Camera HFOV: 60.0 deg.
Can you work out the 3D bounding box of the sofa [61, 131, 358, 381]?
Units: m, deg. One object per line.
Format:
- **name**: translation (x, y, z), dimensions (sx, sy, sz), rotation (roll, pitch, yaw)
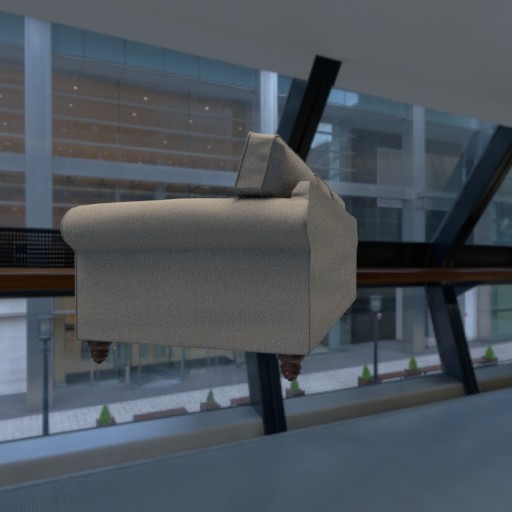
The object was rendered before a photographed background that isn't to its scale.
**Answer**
- **sofa**: translation (0.000, 0.000, 2.584), dimensions (0.998, 0.889, 2.118), rotation (0, 1, 17)
